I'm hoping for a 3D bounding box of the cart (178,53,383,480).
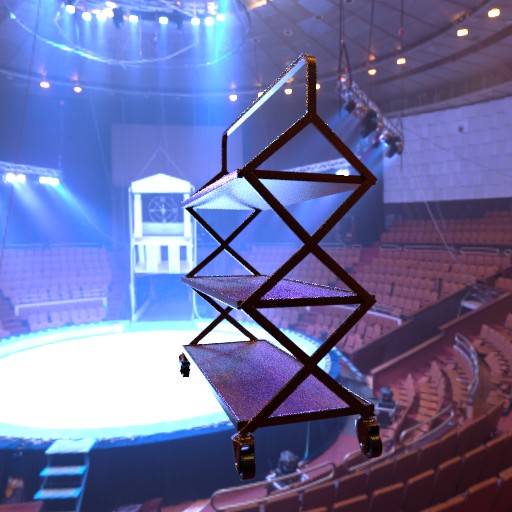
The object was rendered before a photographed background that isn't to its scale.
[{"bbox_3d":[0.000,0.000,1.169,0.313,0.805,0.723,0,1,-18],"label":"cart"}]
